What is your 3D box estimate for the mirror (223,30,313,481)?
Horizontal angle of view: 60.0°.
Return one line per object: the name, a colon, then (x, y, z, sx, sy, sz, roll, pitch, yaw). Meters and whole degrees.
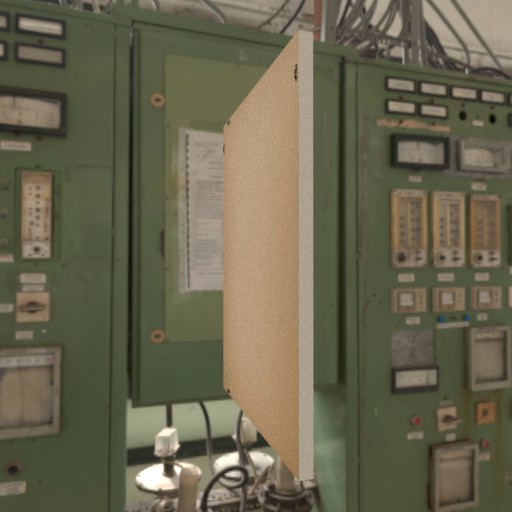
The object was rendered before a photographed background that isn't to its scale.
mirror: (0.000, 0.000, 1.367, 0.041, 1.016, 0.762, 0, 0, -17)
